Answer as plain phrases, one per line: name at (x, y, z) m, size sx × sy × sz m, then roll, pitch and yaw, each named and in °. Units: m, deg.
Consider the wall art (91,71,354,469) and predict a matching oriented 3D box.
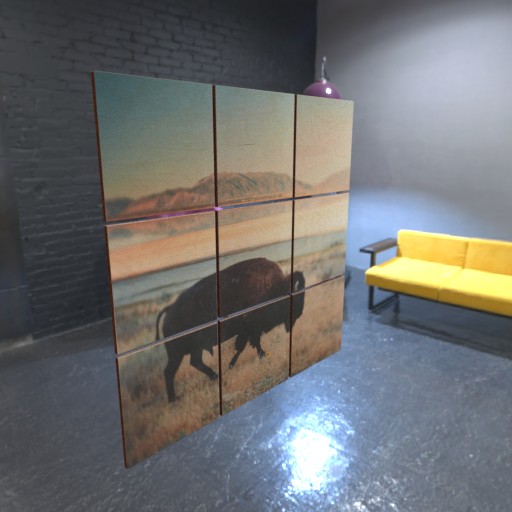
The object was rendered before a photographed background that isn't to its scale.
wall art at (0.000, 0.000, 1.283) m, size 0.018 × 0.904 × 0.906 m, roll 14°, pitch 20°, yaw 43°
